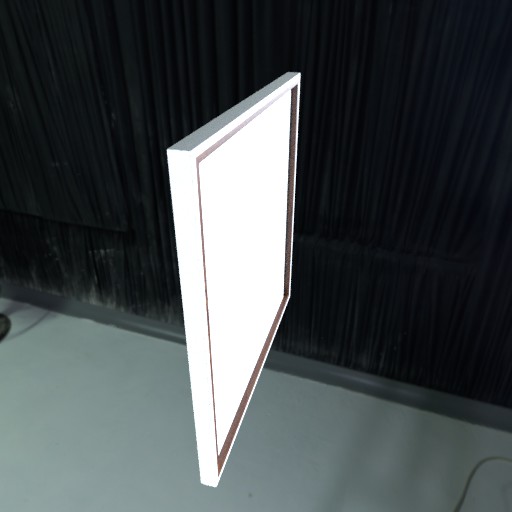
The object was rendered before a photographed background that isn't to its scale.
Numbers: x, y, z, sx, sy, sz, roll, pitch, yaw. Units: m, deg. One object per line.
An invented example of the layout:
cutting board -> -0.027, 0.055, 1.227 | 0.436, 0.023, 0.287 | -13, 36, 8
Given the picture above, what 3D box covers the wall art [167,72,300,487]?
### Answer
wall art -> 0.000, 0.000, 1.476 | 0.049, 1.009, 1.009 | 8, 31, 14
